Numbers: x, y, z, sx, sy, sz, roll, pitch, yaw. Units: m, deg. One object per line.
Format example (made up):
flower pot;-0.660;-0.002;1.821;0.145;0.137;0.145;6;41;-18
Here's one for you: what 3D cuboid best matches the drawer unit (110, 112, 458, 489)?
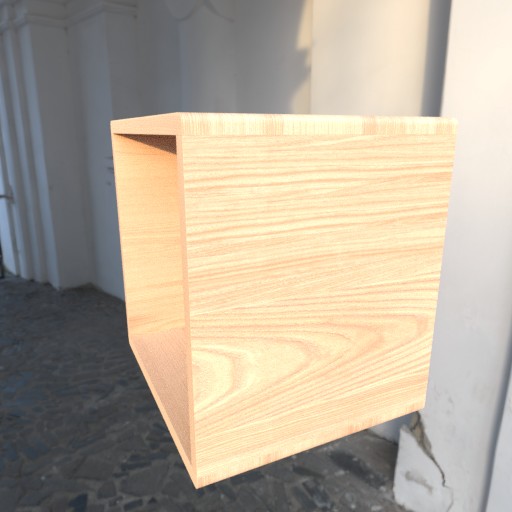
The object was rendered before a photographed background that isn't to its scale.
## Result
drawer unit;0.000;0.000;0.584;0.290;0.344;0.344;-8;17;-25
